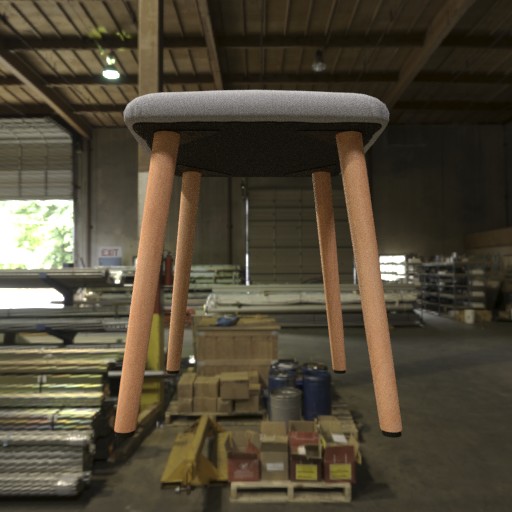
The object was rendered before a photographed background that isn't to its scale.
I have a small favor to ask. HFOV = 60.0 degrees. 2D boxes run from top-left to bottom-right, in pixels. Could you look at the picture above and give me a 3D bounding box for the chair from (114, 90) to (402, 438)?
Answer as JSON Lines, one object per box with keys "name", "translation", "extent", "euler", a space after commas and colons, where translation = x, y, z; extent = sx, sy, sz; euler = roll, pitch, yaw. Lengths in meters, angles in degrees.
{"name": "chair", "translation": [0.000, 0.000, 0.701], "extent": [0.350, 0.440, 0.350], "euler": [0, -2, 0]}
